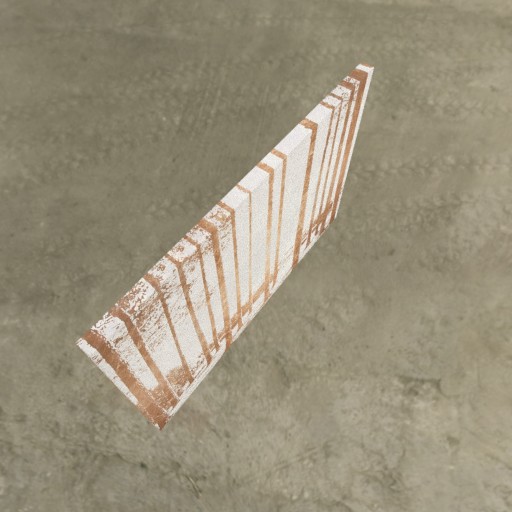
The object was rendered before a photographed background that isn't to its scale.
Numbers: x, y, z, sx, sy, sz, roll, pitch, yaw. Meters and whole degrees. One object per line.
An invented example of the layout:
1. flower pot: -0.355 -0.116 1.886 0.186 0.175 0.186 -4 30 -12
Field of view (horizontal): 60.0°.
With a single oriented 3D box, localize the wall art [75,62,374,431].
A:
1. wall art: 0.000 0.000 1.153 0.035 0.609 0.914 33 63 19
